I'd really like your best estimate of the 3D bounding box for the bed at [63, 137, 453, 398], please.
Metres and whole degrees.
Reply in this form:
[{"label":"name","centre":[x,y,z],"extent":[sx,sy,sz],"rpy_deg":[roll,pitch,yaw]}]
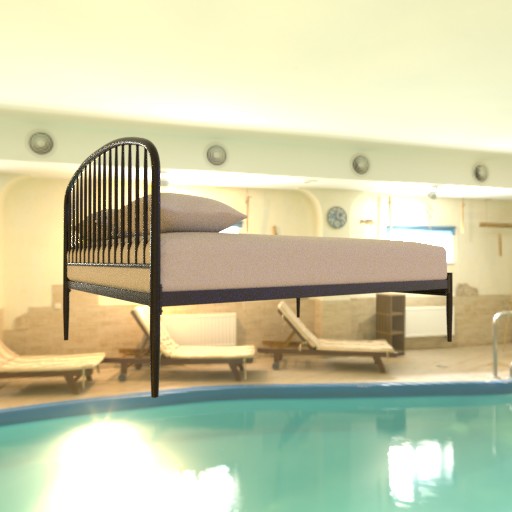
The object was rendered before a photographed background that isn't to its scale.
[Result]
[{"label":"bed","centre":[0.000,0.000,3.054],"extent":[2.159,1.166,1.618],"rpy_deg":[0,-1,-35]}]
